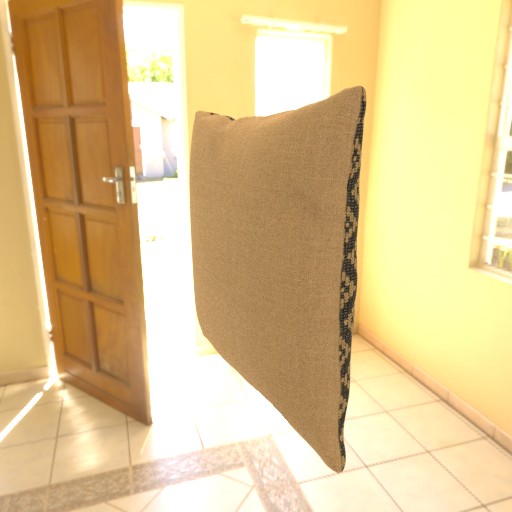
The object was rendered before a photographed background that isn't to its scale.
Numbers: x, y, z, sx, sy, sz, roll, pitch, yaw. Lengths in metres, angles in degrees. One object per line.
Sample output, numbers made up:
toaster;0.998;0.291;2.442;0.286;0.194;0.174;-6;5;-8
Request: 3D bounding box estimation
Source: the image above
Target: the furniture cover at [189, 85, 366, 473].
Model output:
furniture cover;0.000;0.000;0.651;0.139;0.431;0.431;-8;17;-27
